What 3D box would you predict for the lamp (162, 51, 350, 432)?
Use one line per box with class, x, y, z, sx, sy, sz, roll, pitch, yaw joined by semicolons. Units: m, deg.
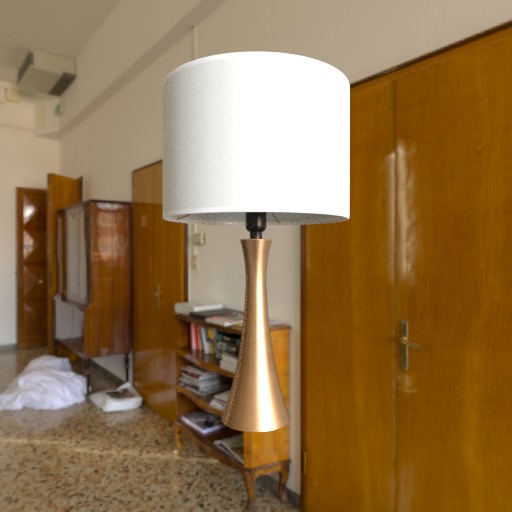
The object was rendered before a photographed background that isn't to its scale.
lamp;0.000;0.000;0.651;0.268;0.479;0.268;0;1;18
